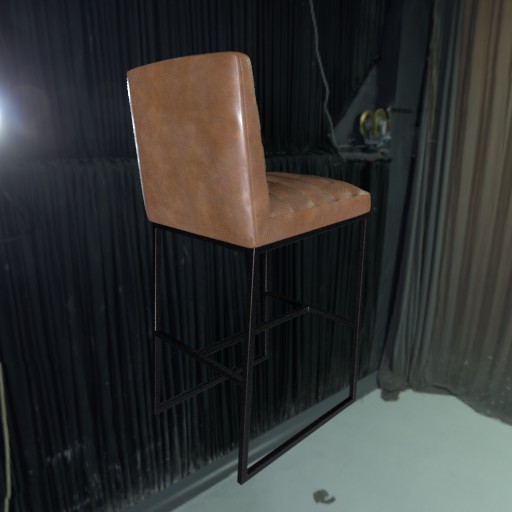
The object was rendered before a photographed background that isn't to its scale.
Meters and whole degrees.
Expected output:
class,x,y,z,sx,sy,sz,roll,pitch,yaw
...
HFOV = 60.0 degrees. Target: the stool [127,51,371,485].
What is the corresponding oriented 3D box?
class,x,y,z,sx,sy,sz,roll,pitch,yaw
stool,0.000,0.000,1.354,0.562,1.065,0.463,-15,22,-42
